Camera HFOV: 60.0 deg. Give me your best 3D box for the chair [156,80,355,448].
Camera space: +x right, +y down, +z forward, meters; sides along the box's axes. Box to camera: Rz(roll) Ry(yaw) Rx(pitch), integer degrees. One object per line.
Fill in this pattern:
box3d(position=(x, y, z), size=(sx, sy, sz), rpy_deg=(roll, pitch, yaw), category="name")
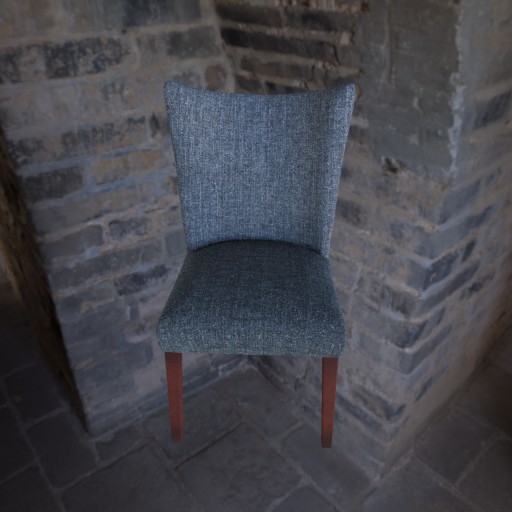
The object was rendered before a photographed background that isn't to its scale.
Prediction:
box3d(position=(0.000, 0.000, 1.323), size=(0.535, 0.924, 0.623), rpy_deg=(1, 31, 2), category="chair")
